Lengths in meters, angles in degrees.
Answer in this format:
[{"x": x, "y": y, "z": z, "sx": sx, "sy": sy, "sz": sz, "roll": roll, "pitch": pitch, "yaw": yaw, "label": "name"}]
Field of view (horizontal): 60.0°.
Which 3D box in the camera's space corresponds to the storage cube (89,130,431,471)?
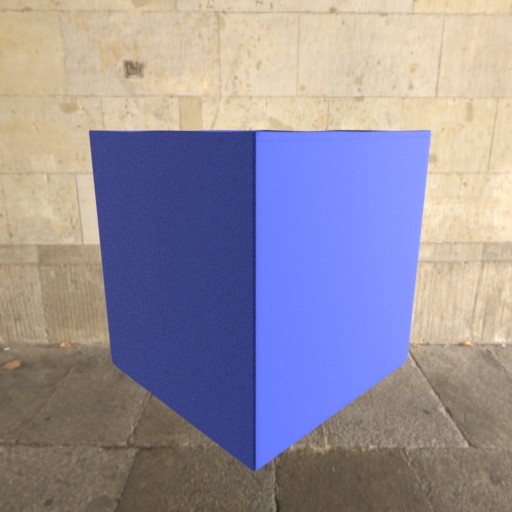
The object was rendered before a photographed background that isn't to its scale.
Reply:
[{"x": 0.000, "y": 0.000, "z": 0.513, "sx": 0.270, "sy": 0.280, "sz": 0.270, "roll": -15, "pitch": 22, "yaw": -42, "label": "storage cube"}]
